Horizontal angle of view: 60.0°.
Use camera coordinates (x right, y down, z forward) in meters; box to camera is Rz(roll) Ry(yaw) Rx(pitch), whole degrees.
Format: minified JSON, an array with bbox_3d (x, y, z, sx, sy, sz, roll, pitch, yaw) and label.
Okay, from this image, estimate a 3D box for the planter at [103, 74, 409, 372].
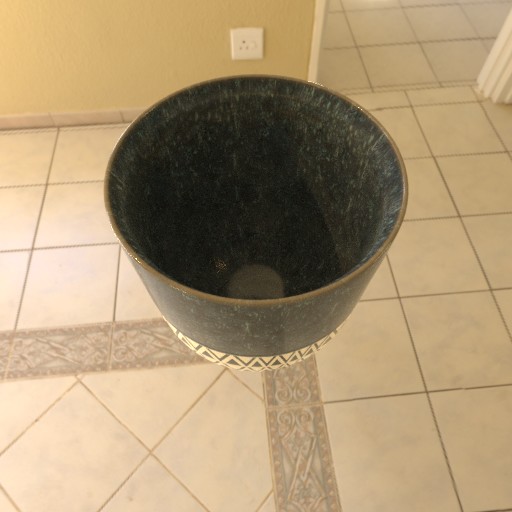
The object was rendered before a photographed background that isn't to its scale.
[{"bbox_3d":[0.000,0.000,0.377,0.195,0.214,0.195,0,58,0],"label":"planter"}]
